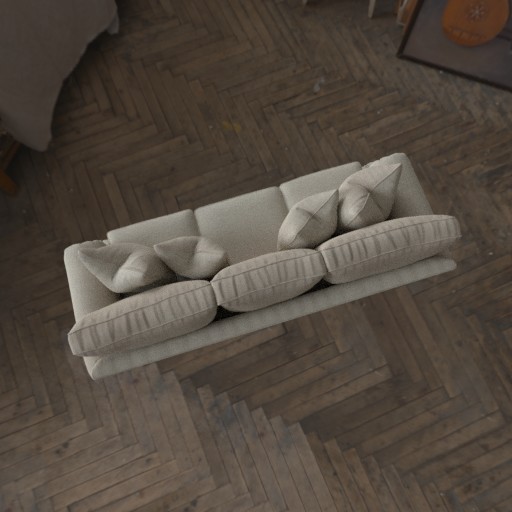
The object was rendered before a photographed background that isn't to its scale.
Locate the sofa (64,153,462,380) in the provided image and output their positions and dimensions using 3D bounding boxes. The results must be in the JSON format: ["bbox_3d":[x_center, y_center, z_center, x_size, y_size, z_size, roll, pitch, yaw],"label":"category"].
[{"bbox_3d":[0.000,0.000,2.854,2.312,0.975,0.965,-16,75,-4],"label":"sofa"}]
